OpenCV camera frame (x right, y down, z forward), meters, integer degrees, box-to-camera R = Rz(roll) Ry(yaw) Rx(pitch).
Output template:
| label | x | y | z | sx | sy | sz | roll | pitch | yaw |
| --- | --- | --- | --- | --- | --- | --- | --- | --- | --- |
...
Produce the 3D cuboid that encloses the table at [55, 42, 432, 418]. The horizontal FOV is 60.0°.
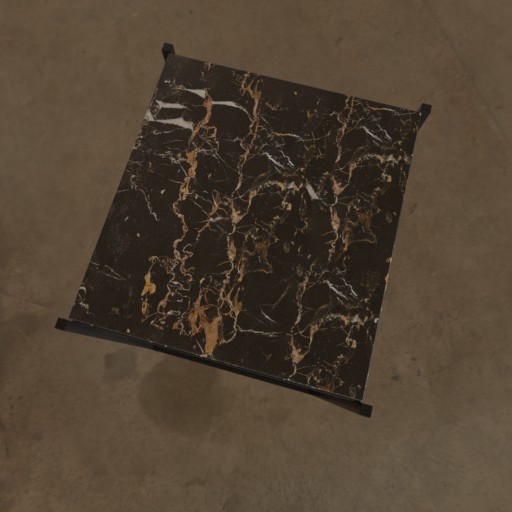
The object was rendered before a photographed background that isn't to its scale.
| label | x | y | z | sx | sy | sz | roll | pitch | yaw |
| --- | --- | --- | --- | --- | --- | --- | --- | --- | --- |
| table | 0.000 | 0.000 | 0.893 | 0.432 | 0.534 | 0.469 | 15 | 76 | 4 |
